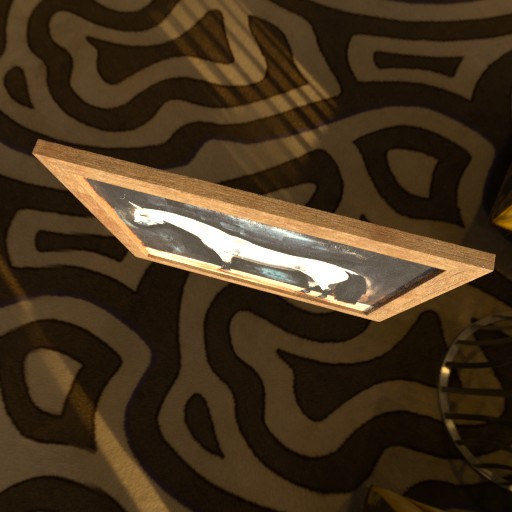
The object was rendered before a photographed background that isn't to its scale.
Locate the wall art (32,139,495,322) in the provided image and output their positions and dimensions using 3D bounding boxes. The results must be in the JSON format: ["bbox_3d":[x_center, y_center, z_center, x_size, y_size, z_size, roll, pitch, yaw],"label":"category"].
[{"bbox_3d":[0.000,0.000,0.926,0.690,0.588,0.026,15,75,4],"label":"wall art"}]
